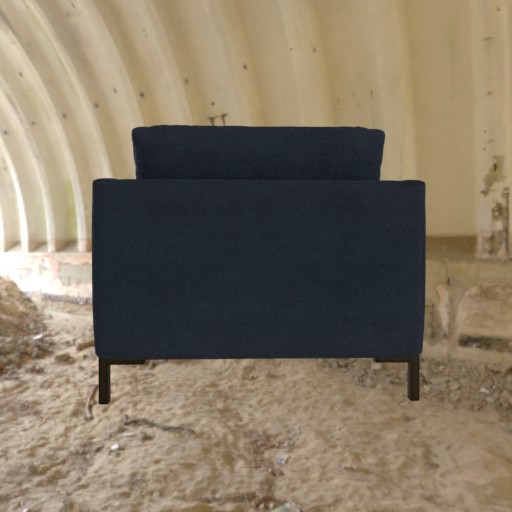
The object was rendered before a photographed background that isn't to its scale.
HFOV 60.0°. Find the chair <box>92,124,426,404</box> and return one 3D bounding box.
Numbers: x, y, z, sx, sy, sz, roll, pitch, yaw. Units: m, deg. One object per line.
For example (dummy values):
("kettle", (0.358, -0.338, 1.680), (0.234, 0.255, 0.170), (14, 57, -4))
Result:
("chair", (0.000, 0.000, 1.660), (0.964, 0.812, 0.875), (0, 1, -2))
